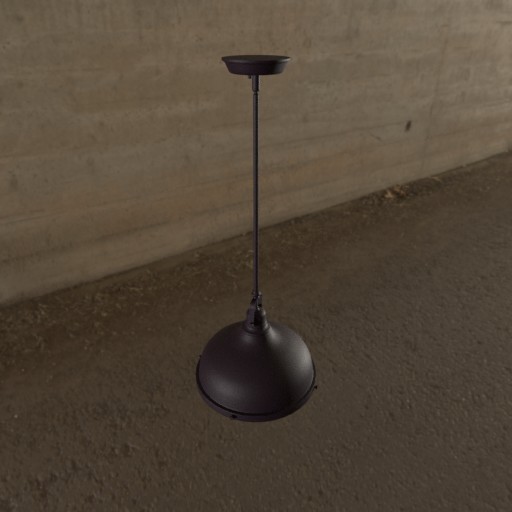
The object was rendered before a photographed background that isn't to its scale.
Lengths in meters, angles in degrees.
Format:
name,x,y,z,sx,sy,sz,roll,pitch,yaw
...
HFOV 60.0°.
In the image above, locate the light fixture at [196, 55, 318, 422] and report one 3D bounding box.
name,x,y,z,sx,sy,sz,roll,pitch,yaw
light fixture,0.000,0.000,1.035,0.341,0.849,0.341,10,30,18
